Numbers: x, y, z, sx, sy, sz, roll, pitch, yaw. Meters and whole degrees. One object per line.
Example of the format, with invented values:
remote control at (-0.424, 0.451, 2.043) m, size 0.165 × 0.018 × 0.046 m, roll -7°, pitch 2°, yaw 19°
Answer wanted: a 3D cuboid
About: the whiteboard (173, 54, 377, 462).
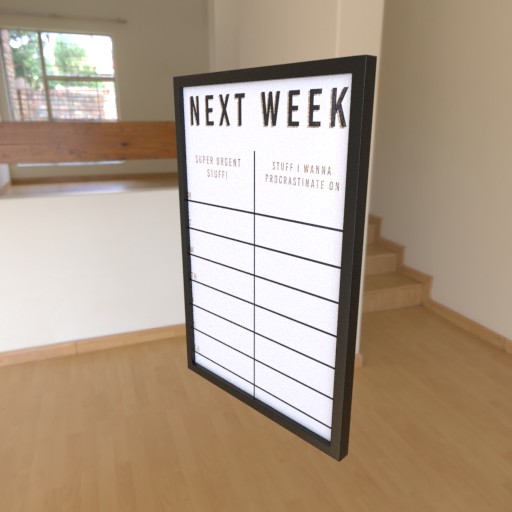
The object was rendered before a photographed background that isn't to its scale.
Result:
whiteboard at (0.000, 0.000, 0.777) m, size 0.406 × 0.611 × 0.026 m, roll 16°, pitch 23°, yaw 42°
